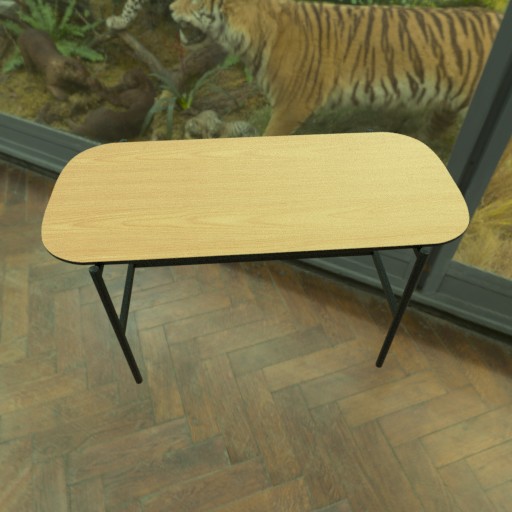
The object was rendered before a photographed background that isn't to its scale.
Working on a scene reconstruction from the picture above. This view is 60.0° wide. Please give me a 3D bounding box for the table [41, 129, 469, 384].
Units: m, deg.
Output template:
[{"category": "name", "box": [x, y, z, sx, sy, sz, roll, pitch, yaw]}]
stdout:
[{"category": "table", "box": [0.000, 0.000, 1.027, 0.800, 0.400, 0.400, -3, 47, -3]}]
